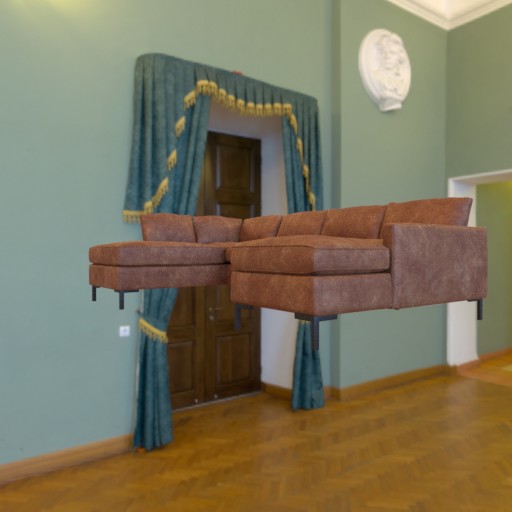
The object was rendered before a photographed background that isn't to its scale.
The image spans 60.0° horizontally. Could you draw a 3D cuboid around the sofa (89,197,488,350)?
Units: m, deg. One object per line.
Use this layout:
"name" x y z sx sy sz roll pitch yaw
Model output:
"sofa" 0.000 0.000 3.743 1.939 0.900 2.956 0 1 -37
